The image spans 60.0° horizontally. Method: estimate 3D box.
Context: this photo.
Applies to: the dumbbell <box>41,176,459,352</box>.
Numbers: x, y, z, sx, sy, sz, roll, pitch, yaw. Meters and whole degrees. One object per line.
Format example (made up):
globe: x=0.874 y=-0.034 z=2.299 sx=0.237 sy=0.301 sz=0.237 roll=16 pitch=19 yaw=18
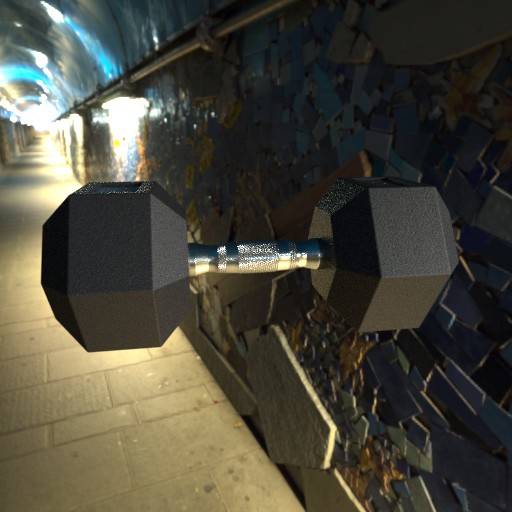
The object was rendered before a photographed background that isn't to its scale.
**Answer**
dumbbell: x=0.000 y=0.000 z=0.423 sx=0.361 sy=0.137 sz=0.157 roll=-3 pitch=17 yaw=-9
